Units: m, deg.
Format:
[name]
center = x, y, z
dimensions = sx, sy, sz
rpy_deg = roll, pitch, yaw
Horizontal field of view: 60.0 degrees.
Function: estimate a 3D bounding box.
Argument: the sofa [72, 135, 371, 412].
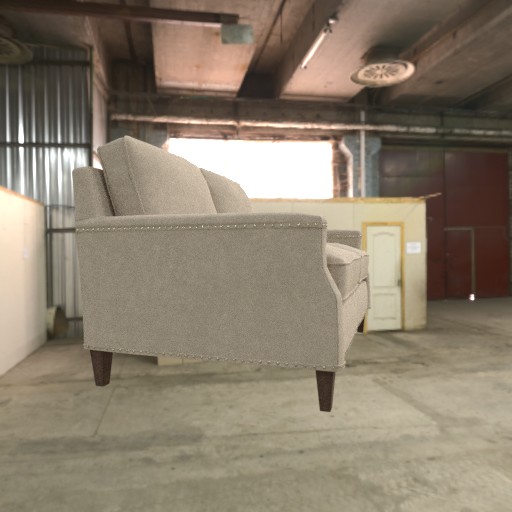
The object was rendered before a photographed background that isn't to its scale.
[sofa]
center = 0.000, 0.000, 2.305
dimensions = 1.084, 1.002, 1.597
rpy_deg = 0, 1, 18
